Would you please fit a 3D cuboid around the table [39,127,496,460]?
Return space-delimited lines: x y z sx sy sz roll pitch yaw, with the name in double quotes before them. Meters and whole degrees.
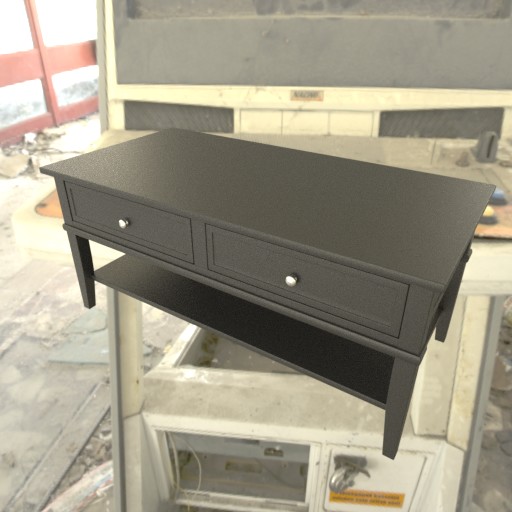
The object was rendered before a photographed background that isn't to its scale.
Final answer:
"table" 0.000 0.000 1.242 1.044 0.470 0.523 18 34 28
